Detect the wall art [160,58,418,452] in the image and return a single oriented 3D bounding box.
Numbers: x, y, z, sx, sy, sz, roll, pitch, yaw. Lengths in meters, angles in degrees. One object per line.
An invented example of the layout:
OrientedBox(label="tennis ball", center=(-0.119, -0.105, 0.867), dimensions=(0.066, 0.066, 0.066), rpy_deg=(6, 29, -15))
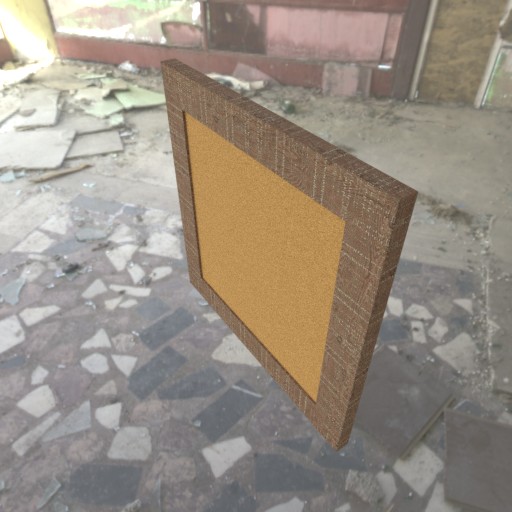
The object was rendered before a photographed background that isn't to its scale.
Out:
OrientedBox(label="wall art", center=(0.000, 0.000, 0.782), dimensions=(0.029, 0.531, 0.531), rpy_deg=(-25, 47, -26))
